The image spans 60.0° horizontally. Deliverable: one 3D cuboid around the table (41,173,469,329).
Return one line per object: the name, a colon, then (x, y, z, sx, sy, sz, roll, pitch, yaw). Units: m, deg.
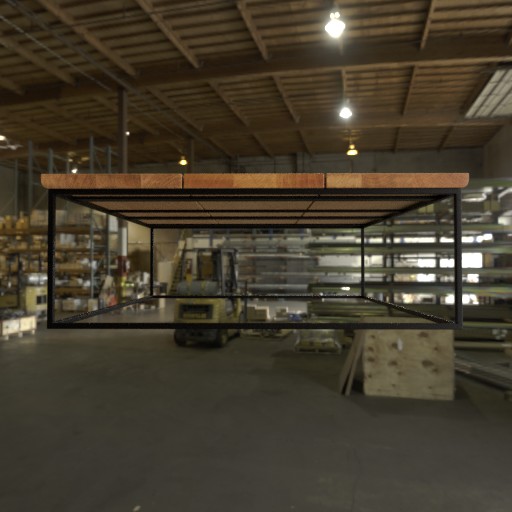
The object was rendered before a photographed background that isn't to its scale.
table: (0.000, 0.000, 1.684, 1.100, 0.400, 1.100, 0, -1, 1)
